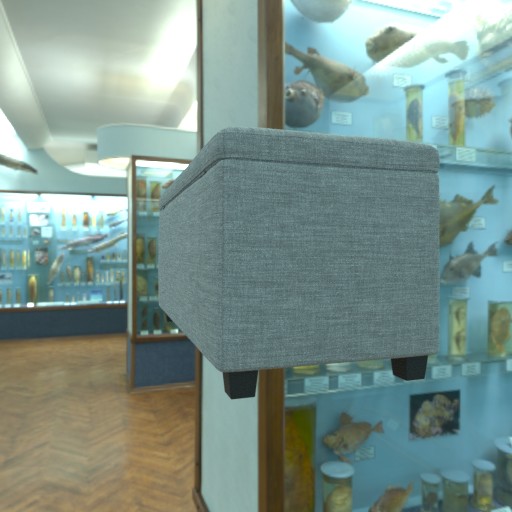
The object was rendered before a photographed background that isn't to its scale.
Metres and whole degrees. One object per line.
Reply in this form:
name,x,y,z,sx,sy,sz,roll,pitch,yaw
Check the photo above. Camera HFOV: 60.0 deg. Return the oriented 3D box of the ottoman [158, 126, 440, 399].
ottoman,0.000,0.000,1.129,0.419,0.432,0.902,0,0,-18
